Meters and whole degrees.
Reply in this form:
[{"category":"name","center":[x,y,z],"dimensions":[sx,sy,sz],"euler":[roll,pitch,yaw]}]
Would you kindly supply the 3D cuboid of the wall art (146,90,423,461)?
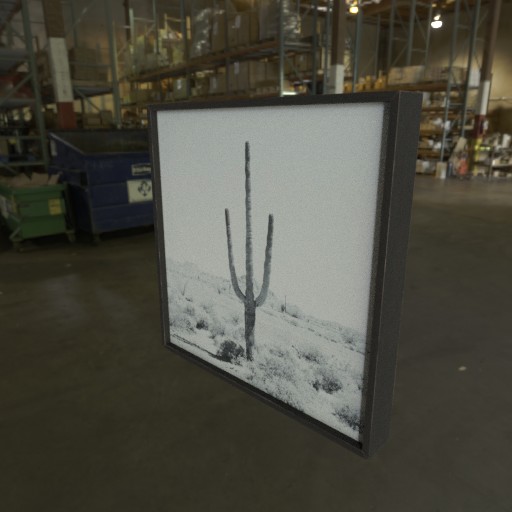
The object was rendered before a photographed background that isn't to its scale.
[{"category":"wall art","center":[0.000,0.000,0.458],"dimensions":[0.305,0.305,0.038],"euler":[15,22,41]}]
